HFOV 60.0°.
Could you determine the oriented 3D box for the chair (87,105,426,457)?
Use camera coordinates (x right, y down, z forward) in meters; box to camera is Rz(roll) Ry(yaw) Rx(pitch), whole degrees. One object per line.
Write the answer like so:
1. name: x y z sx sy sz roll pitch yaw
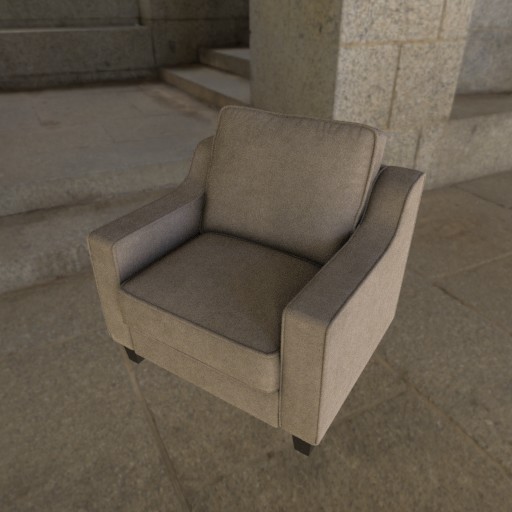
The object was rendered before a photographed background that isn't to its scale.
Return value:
1. chair: 0.000 0.000 1.654 0.926 0.944 0.840 18 35 28
